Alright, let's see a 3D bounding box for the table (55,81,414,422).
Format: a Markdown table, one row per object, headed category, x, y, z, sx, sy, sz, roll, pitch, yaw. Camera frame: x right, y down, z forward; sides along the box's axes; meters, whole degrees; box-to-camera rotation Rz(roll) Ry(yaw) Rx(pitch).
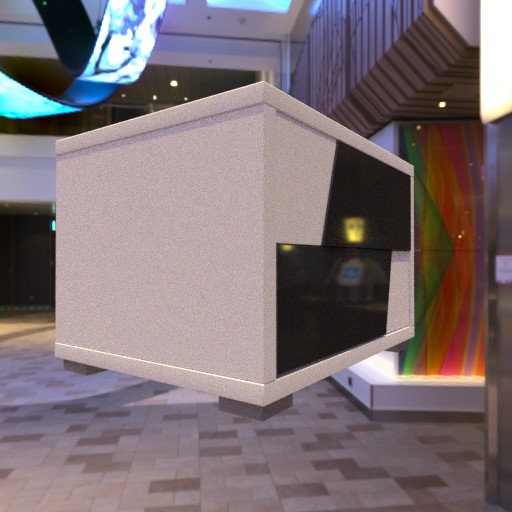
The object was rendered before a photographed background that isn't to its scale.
| category | x | y | z | sx | sy | sz | roll | pitch | yaw |
| --- | --- | --- | --- | --- | --- | --- | --- | --- | --- |
| table | 0.000 | 0.000 | 0.783 | 0.399 | 0.357 | 0.517 | 0 | -1 | 36 |
